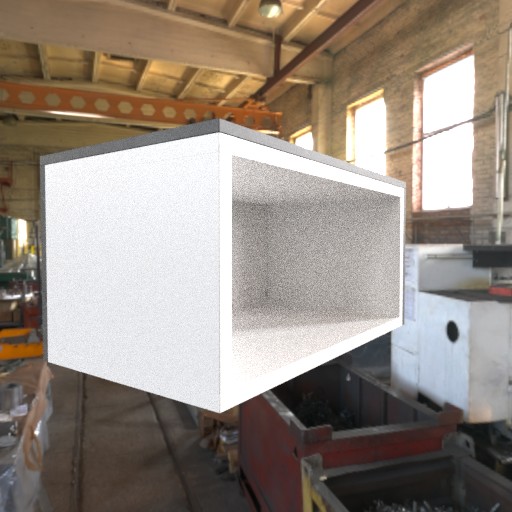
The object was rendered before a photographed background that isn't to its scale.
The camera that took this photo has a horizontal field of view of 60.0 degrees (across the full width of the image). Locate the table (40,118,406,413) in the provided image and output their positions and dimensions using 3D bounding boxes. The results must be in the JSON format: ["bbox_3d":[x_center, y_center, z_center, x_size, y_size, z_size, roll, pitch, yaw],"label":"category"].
[{"bbox_3d":[0.000,0.000,0.924,0.400,0.350,0.700,1,2,36],"label":"table"}]
